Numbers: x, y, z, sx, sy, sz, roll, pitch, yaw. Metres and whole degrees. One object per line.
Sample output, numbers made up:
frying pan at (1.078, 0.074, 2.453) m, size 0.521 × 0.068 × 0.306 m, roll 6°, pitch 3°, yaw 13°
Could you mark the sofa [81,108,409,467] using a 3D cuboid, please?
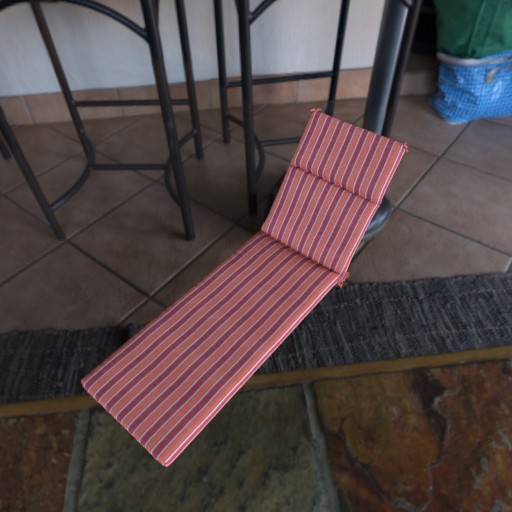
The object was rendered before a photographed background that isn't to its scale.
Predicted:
sofa at (0.000, 0.000, 1.970) m, size 0.582 × 0.622 × 1.663 m, roll 31°, pitch 54°, yaw 26°
